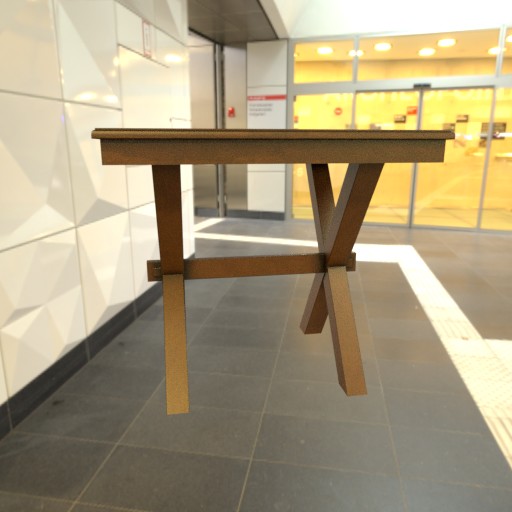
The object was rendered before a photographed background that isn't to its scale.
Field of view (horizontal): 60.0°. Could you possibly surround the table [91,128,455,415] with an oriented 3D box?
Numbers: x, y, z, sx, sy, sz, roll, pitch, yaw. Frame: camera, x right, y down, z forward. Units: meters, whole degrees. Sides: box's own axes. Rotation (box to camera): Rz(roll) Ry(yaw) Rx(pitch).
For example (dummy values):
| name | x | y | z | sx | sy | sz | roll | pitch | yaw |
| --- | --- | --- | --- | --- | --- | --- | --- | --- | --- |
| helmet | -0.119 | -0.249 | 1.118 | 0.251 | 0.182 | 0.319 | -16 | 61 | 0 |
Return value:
| name | x | y | z | sx | sy | sz | roll | pitch | yaw |
| --- | --- | --- | --- | --- | --- | --- | --- | --- | --- |
| table | 0.000 | 0.000 | 1.051 | 0.602 | 0.562 | 0.560 | -2 | 14 | -10 |
